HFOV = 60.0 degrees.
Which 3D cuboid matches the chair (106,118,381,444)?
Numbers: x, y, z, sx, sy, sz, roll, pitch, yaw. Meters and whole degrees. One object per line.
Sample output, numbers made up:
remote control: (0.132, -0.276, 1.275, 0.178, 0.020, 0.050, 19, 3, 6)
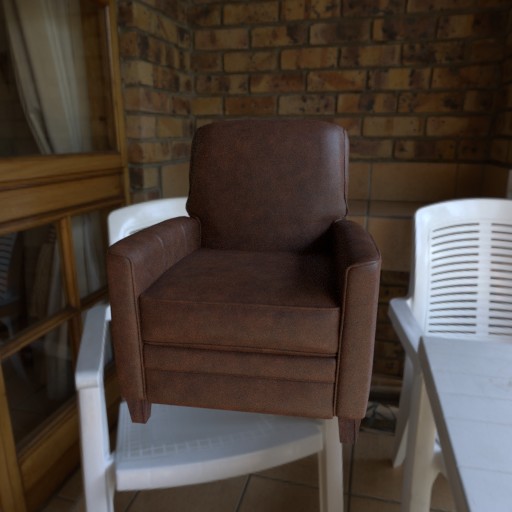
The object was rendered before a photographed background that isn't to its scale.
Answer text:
chair: (0.000, 0.000, 1.664, 0.839, 1.010, 0.850, 2, 16, 8)
